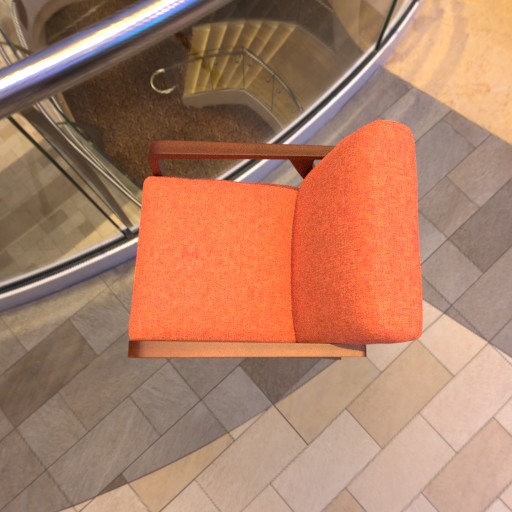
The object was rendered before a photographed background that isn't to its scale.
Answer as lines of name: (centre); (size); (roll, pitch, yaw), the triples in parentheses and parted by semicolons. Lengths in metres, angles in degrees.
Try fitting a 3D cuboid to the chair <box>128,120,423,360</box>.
chair: (0.000, 0.000, 1.541); (0.860, 0.890, 0.719); (2, 76, 0)
